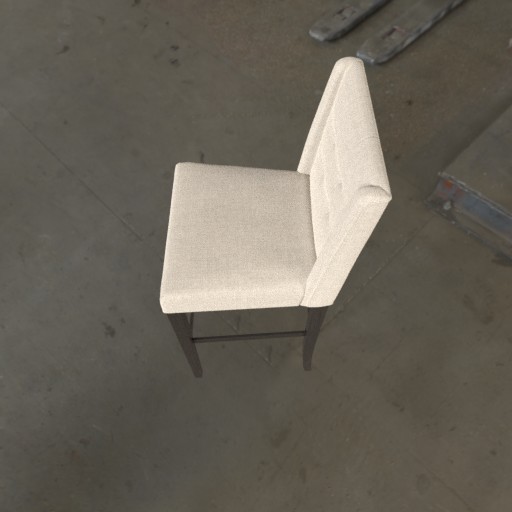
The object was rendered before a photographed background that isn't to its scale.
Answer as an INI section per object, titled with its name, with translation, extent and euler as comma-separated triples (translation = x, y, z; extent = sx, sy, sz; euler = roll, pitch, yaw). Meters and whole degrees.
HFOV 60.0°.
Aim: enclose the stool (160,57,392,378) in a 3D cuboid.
[stool]
translation = 0.000, 0.000, 1.401
extent = 0.509, 1.116, 0.474
euler = 0, 58, 0
